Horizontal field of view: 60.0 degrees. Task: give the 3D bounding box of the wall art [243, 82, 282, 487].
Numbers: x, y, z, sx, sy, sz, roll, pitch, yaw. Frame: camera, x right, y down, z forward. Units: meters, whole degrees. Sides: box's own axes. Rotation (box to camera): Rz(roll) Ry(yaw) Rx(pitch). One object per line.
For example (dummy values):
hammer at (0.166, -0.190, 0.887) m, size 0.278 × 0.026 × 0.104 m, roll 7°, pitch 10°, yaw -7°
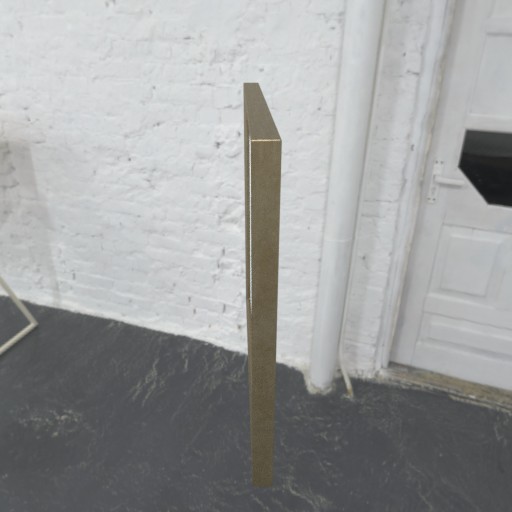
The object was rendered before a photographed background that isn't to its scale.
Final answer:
wall art at (0.000, 0.000, 0.760) m, size 0.030 × 0.506 × 0.503 m, roll -1°, pitch 27°, yaw -2°
